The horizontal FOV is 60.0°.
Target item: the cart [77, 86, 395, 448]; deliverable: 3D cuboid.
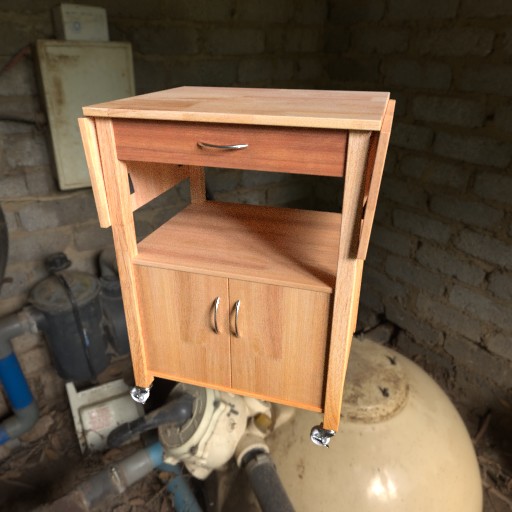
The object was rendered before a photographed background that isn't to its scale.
[{"bbox_3d":[0.000,0.000,1.245,0.640,0.838,0.508,8,27,15],"label":"cart"}]
